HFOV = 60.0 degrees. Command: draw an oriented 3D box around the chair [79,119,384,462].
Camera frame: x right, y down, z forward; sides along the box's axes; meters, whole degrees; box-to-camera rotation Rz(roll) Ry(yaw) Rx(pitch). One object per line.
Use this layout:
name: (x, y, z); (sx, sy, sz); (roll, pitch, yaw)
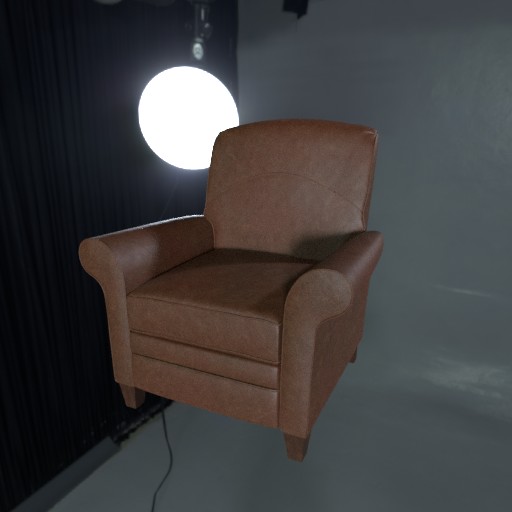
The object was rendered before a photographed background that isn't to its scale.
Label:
chair: (0.000, 0.000, 1.757); (0.978, 1.061, 0.902); (7, 17, 24)
